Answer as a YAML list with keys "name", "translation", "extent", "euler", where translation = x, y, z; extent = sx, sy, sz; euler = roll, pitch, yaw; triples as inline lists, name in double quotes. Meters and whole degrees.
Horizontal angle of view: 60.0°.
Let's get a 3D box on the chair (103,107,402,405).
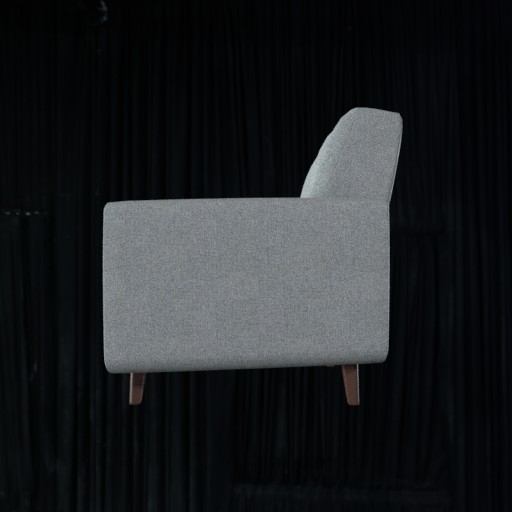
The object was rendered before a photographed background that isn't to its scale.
- name: "chair"
  translation: [0.000, 0.000, 1.705]
  extent: [0.942, 0.968, 0.845]
  euler: [0, 1, 0]
